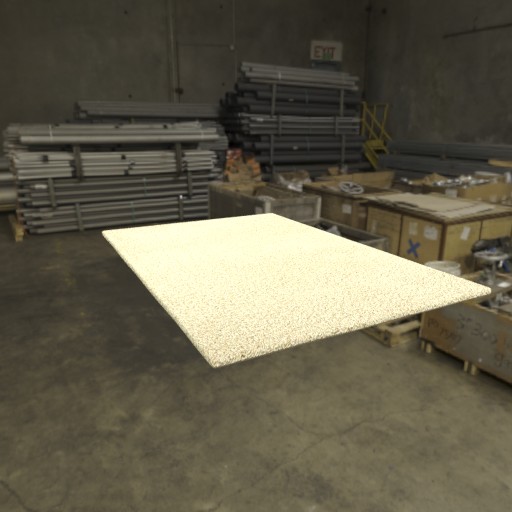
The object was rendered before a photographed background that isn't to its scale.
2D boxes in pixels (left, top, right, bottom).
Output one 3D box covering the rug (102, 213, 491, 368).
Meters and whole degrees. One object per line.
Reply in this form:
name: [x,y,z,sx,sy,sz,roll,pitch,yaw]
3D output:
rug: [0.000,0.000,2.264,1.219,0.030,1.778,-9,19,-27]
